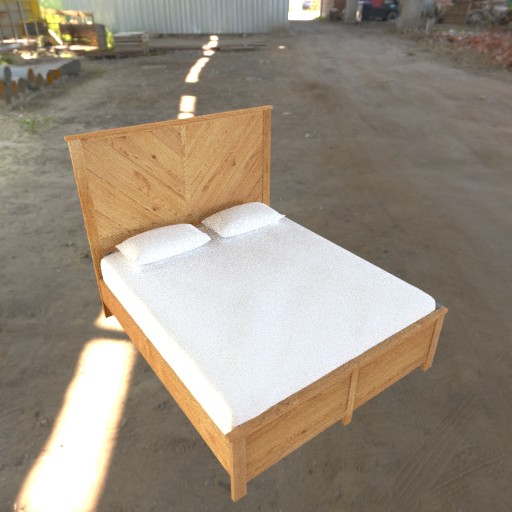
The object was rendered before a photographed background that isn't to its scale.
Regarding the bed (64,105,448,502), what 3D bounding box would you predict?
[{"bbox_3d":[0.000,0.000,3.954,2.225,1.938,2.530,-20,35,-31],"label":"bed"}]
